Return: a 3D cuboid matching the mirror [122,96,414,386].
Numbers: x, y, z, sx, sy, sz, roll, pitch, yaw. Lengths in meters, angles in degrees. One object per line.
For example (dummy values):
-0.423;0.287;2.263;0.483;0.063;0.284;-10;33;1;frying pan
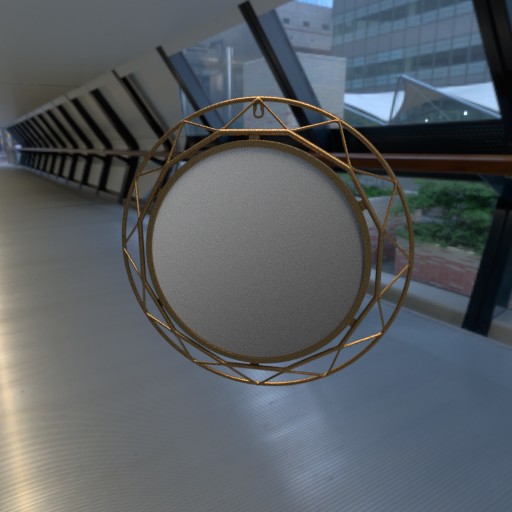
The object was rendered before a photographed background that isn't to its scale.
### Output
0.000;0.000;0.663;0.454;0.454;0.043;3;15;11;mirror
